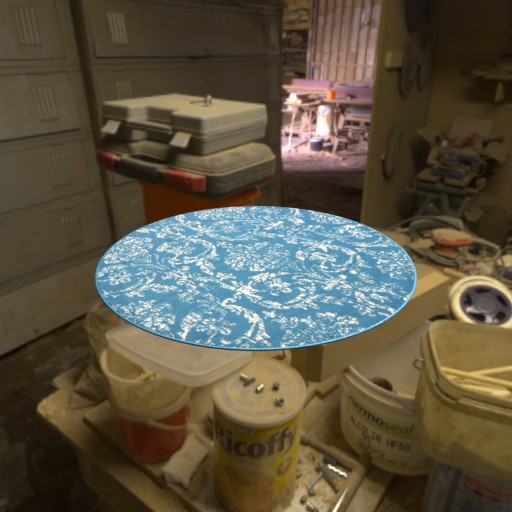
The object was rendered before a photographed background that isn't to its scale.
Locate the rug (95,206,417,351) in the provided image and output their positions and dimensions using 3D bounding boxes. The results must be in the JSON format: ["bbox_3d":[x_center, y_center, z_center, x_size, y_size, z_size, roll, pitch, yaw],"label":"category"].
[{"bbox_3d":[0.000,0.000,2.309,1.593,0.012,1.593,0,25,0],"label":"rug"}]
